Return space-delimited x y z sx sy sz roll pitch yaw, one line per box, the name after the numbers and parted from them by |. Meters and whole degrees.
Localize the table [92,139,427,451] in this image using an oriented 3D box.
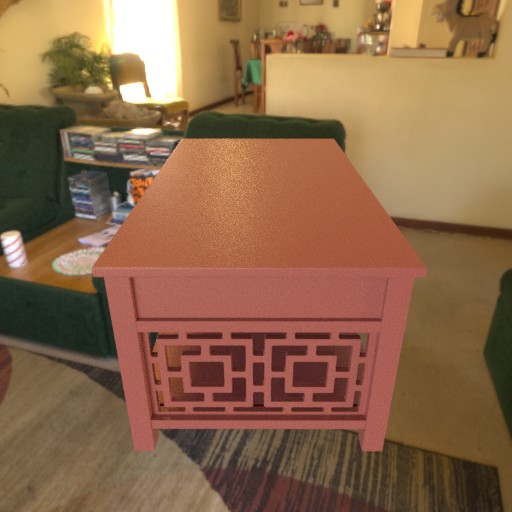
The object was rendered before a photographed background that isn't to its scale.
0.000 0.000 1.378 0.612 0.493 1.068 0 27 0 | table
